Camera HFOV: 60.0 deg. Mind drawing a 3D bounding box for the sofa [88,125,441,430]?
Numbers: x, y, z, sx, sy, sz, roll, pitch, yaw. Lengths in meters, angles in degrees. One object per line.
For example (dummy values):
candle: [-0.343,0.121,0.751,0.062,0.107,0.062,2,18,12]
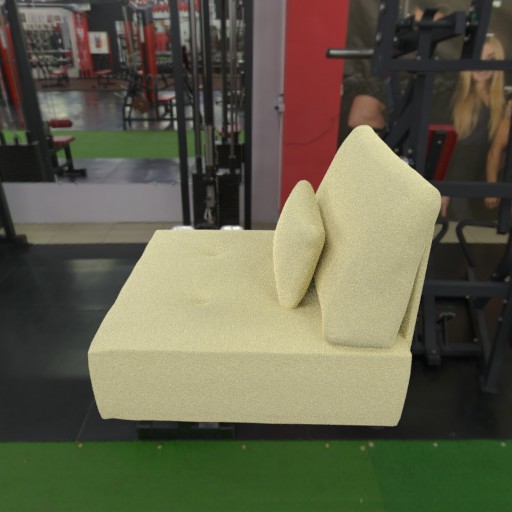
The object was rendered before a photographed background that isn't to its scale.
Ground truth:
sofa: [0.000,0.000,1.684,1.000,0.820,0.930,1,27,2]
